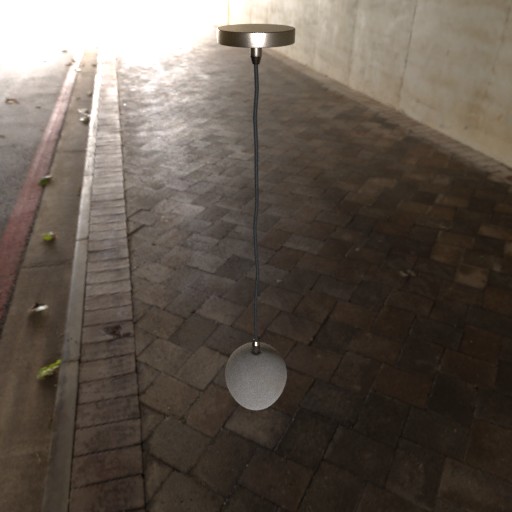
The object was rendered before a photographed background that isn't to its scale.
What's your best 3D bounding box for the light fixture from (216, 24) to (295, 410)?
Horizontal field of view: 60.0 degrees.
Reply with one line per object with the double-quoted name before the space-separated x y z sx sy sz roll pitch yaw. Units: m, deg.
"light fixture" 0.000 0.000 0.830 0.139 0.764 0.139 9 34 14
